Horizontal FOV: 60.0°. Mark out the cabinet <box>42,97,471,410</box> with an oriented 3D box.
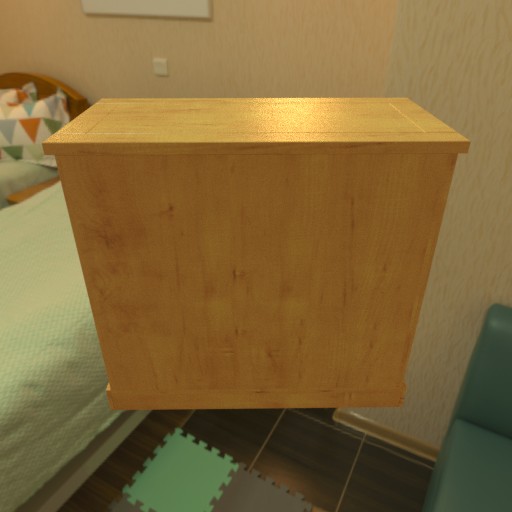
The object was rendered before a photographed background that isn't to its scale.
[{"bbox_3d":[0.000,0.000,1.358,0.920,0.840,0.450,0,31,-1],"label":"cabinet"}]
